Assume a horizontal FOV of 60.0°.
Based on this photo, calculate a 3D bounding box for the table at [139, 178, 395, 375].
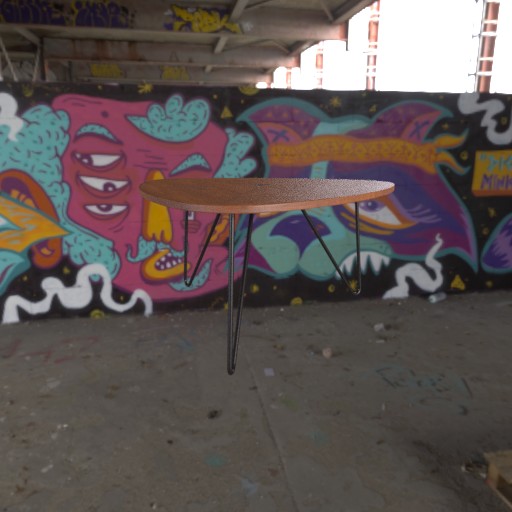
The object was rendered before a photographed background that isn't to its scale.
[{"bbox_3d":[0.000,0.000,1.339,0.833,0.413,0.821,2,14,9],"label":"table"}]
